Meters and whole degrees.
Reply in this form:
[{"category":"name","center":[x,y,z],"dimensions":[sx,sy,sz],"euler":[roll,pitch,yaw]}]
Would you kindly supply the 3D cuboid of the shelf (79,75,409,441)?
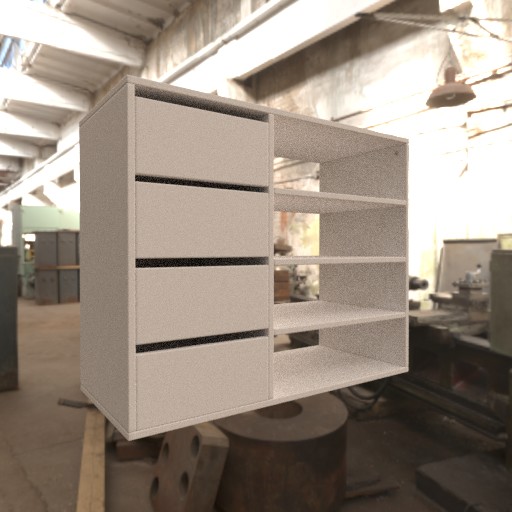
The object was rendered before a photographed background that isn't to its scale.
[{"category":"shelf","center":[0.000,0.000,1.299],"dimensions":[0.895,0.732,0.396],"euler":[-1,1,-35]}]
